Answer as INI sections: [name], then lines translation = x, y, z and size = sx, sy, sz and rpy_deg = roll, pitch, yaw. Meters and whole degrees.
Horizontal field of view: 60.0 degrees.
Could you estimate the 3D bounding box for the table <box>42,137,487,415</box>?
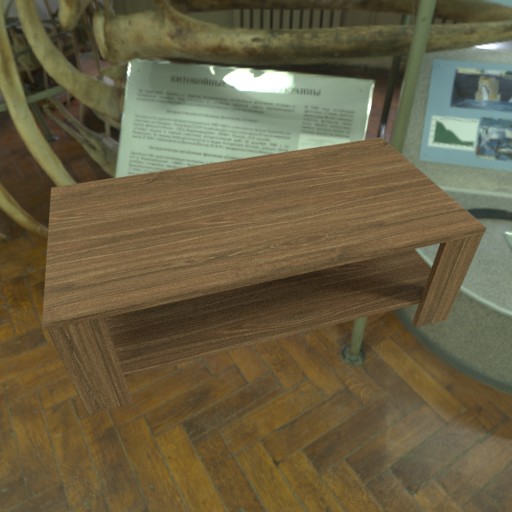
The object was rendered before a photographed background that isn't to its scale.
[table]
translation = 0.000, 0.000, 1.484
size = 1.200, 0.400, 0.600
rpy_deg = -12, 42, -13
